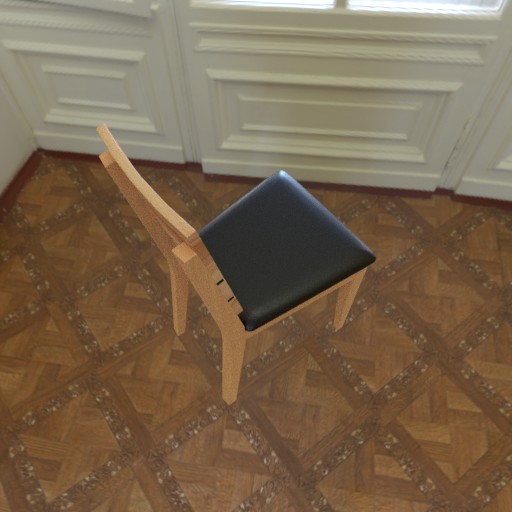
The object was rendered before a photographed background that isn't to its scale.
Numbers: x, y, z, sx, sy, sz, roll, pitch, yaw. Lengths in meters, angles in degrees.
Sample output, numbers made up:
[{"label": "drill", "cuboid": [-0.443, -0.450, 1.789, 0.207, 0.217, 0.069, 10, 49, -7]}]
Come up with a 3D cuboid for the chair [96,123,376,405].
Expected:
[{"label": "chair", "cuboid": [0.000, 0.000, 1.193, 0.520, 0.940, 0.410, -33, 63, -19]}]
